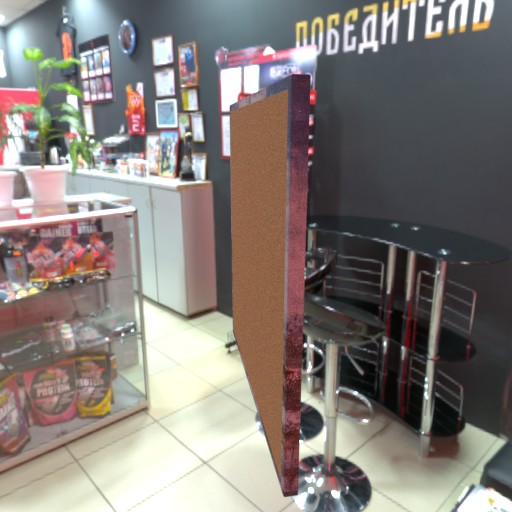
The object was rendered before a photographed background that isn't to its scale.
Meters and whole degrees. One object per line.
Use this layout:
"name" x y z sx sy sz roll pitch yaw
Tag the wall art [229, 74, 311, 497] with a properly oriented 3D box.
"wall art" 0.000 0.000 1.490 0.040 1.020 1.010 -3 16 -10
